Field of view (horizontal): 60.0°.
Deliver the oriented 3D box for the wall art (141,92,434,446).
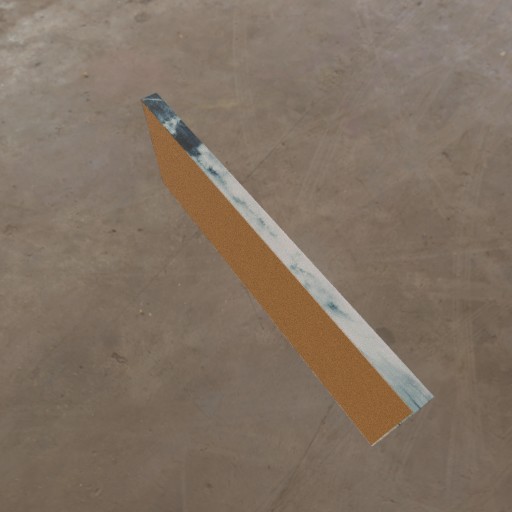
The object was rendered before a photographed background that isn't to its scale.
[{"bbox_3d":[0.000,0.000,0.848,0.037,0.251,0.759,-31,63,-18],"label":"wall art"}]
